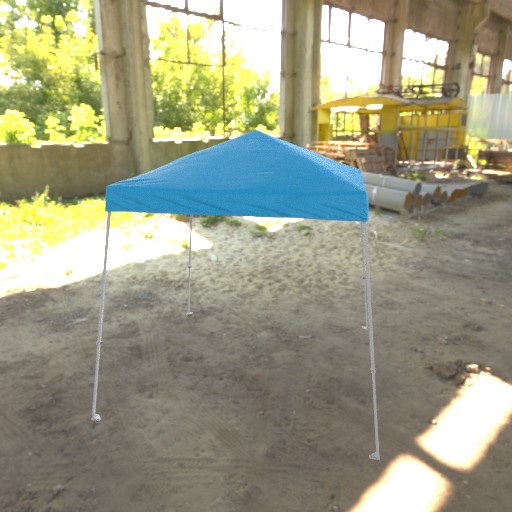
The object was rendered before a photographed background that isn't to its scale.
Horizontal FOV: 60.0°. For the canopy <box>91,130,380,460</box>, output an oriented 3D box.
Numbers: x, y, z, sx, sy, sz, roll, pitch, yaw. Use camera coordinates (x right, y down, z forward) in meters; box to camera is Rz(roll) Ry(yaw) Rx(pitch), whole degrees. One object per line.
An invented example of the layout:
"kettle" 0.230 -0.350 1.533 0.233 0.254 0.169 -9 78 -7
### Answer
"canopy" 0.000 0.000 6.574 3.600 3.600 3.599 3 16 11
